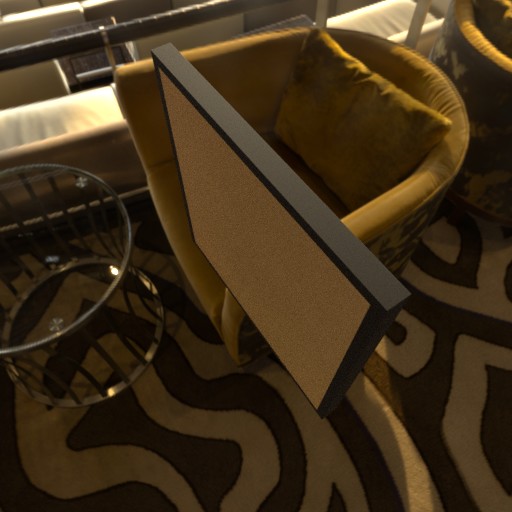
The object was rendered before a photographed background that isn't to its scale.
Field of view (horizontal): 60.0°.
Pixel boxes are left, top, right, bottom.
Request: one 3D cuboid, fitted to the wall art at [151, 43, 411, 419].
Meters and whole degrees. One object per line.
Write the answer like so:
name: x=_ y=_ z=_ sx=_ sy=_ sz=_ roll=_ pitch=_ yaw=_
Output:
wall art: x=0.000 y=0.000 z=0.765 sx=0.033 sy=0.507 sz=0.508 roll=-30 pitch=63 yaw=-17
